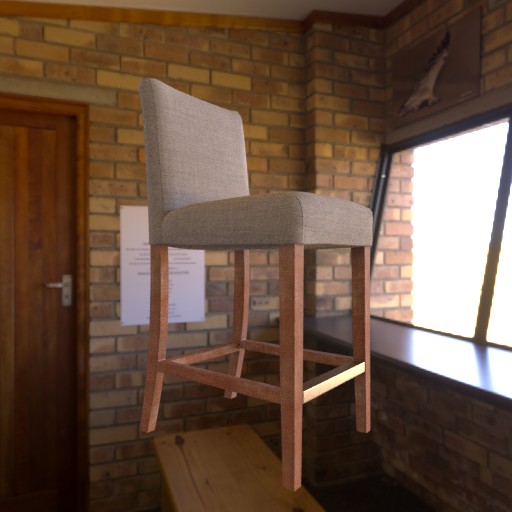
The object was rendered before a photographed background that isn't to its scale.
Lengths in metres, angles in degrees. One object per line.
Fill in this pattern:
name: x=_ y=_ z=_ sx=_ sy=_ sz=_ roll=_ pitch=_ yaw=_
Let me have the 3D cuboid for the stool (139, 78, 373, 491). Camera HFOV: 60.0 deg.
stool: x=0.000 y=0.000 z=1.309 sx=0.567 sy=1.039 sz=0.454 roll=0 pitch=1 yaw=37
